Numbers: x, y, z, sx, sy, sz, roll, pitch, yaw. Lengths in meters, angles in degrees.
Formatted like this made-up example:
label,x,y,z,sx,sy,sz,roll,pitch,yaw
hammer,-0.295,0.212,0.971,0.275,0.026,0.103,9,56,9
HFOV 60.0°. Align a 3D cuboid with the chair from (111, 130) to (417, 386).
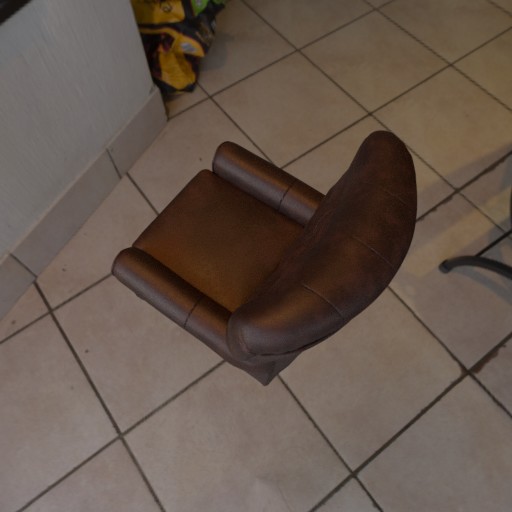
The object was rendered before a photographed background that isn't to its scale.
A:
label,x,y,z,sx,sy,sz,roll,pitch,yaw
chair,0.000,0.000,1.940,1.058,1.158,0.948,32,68,15
